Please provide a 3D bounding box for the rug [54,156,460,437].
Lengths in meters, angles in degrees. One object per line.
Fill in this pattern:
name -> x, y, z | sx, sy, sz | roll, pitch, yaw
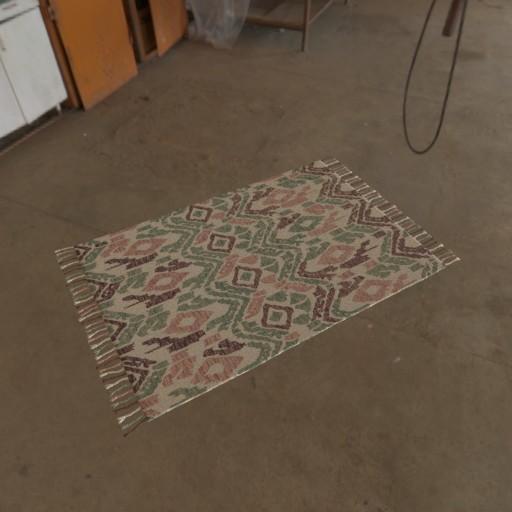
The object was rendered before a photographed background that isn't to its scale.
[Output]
rug -> 0.000, 0.000, 3.099 | 2.438, 0.011, 1.524 | -23, 50, -20
